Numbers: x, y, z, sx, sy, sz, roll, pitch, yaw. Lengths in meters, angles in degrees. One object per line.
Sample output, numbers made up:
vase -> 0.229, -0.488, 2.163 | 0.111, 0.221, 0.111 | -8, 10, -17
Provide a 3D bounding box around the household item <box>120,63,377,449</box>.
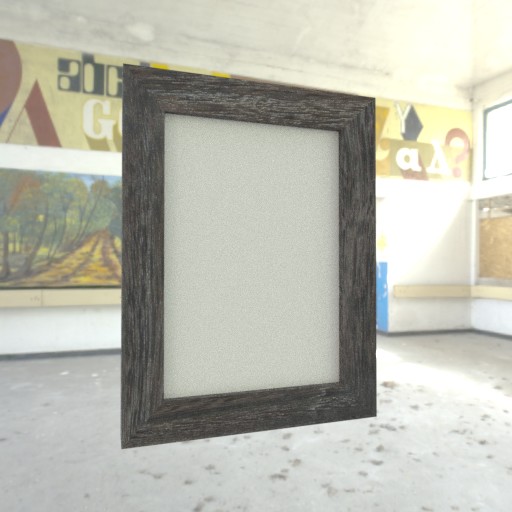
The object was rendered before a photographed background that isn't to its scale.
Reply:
household item -> 0.000, 0.000, 0.276 | 0.160, 0.210, 0.020 | 0, -1, -18
